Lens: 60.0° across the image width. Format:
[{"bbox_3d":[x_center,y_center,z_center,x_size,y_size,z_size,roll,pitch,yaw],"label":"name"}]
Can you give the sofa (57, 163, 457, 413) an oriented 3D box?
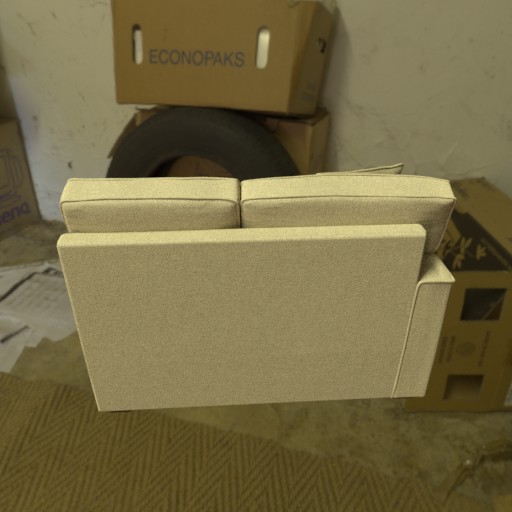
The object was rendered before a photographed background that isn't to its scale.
[{"bbox_3d":[0.000,0.000,2.031,1.388,0.989,0.991,-2,29,-3],"label":"sofa"}]
